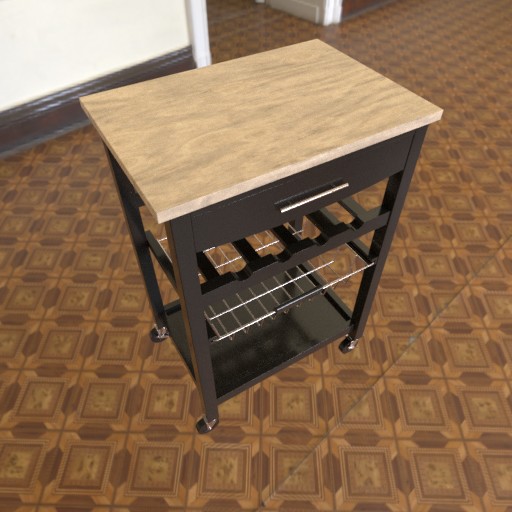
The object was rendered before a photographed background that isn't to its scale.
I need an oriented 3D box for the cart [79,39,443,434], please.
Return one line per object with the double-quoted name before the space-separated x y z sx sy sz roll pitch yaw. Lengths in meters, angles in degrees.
"cart" 0.000 0.000 1.148 0.584 0.839 0.403 -23 51 -21
